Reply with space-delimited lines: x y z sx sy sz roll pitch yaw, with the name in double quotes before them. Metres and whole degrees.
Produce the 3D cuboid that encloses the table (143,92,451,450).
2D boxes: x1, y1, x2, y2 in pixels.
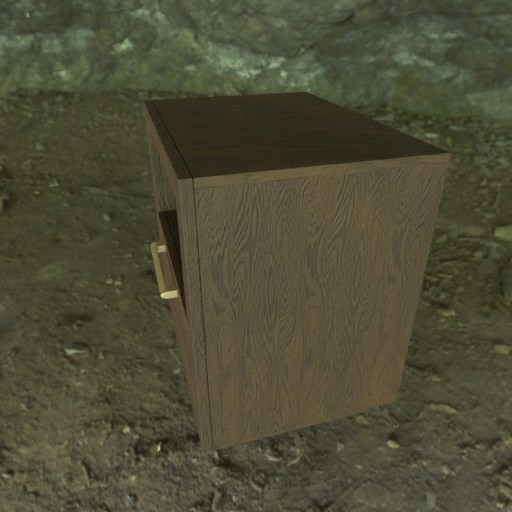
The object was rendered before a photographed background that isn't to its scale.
"table" 0.000 0.000 0.981 0.439 0.585 0.560 -8 31 -15
